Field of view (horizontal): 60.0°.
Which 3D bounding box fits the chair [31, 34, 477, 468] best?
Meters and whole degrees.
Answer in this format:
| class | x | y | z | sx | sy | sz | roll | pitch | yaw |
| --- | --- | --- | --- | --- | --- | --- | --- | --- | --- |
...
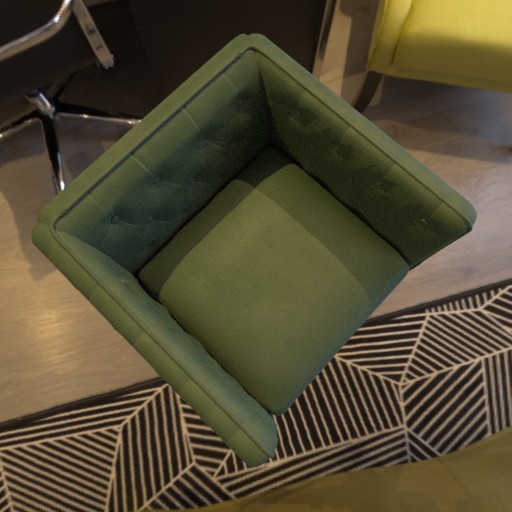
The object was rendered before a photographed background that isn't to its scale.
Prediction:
| class | x | y | z | sx | sy | sz | roll | pitch | yaw |
| --- | --- | --- | --- | --- | --- | --- | --- | --- | --- |
| chair | 0.000 | 0.000 | 1.501 | 0.855 | 0.768 | 0.917 | 43 | 80 | 9 |
